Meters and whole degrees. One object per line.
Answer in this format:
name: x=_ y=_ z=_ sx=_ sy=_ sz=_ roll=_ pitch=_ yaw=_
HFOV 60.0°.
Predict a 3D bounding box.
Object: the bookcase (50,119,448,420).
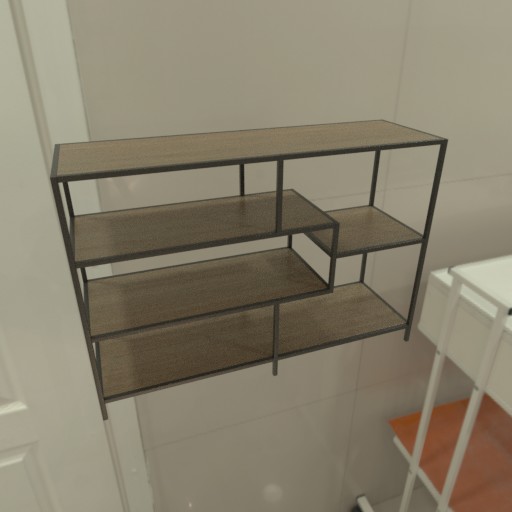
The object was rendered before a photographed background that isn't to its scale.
bookcase: x=0.000 y=0.000 z=1.519 sx=1.140 sy=0.780 sz=0.350 roll=-10 pitch=29 yaw=-18
